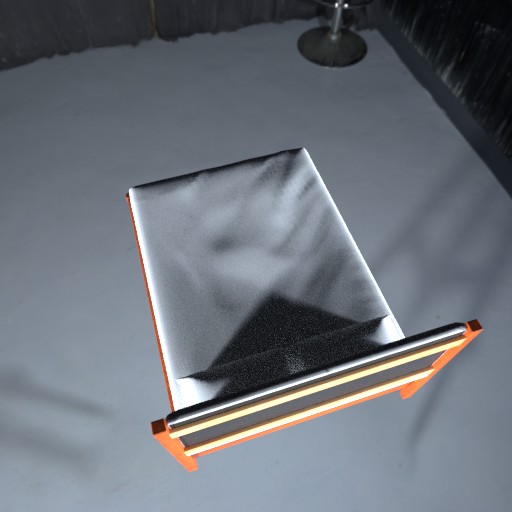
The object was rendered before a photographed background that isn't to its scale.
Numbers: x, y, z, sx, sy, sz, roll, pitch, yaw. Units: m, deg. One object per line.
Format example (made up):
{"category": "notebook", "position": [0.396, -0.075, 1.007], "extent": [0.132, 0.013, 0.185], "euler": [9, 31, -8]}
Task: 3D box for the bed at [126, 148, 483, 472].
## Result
{"category": "bed", "position": [0.000, 0.000, 2.968], "extent": [1.566, 1.165, 2.117], "euler": [-15, 59, -9]}
